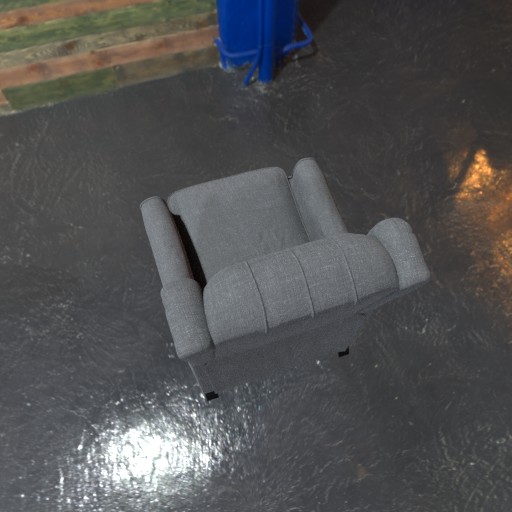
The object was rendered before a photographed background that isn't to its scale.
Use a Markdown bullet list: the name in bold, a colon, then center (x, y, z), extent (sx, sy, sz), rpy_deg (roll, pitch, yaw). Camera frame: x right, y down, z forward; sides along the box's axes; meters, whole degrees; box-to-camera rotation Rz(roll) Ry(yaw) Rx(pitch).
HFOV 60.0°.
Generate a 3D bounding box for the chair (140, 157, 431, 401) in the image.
- **chair**: center (0.000, 0.000, 1.672), extent (0.742, 1.035, 0.898), rpy_deg (-16, 62, -9)
